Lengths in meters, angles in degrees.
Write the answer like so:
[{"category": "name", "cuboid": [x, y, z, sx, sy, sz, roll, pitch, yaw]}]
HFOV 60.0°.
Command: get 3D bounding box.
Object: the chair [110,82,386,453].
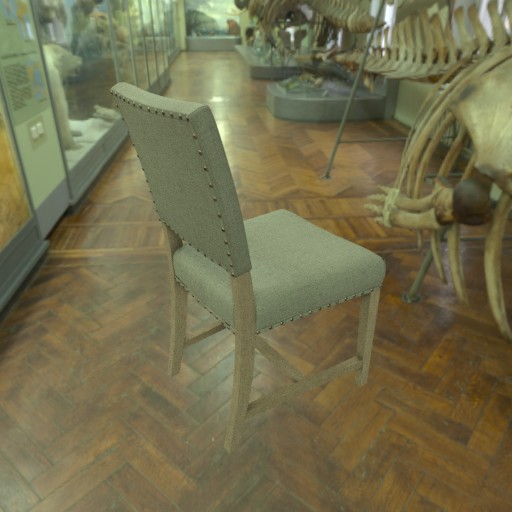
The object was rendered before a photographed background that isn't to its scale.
[{"category": "chair", "cuboid": [0.000, 0.000, 1.347, 0.622, 0.986, 0.508, -19, 33, -31]}]
